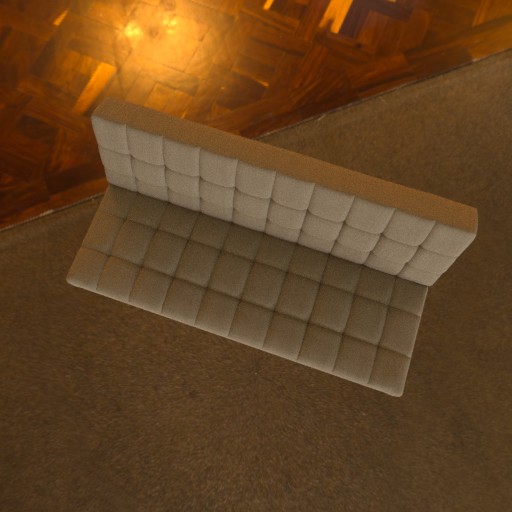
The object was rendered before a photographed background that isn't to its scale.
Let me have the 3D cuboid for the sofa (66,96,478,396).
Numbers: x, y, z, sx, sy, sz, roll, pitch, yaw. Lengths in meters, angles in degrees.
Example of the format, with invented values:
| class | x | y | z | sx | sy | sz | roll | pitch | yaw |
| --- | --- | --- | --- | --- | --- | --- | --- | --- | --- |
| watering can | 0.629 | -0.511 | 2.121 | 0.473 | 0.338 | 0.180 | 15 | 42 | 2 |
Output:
| class | x | y | z | sx | sy | sz | roll | pitch | yaw |
| --- | --- | --- | --- | --- | --- | --- | --- | --- | --- |
| sofa | 0.000 | 0.000 | 2.250 | 1.800 | 0.810 | 0.860 | 18 | 76 | 5 |
